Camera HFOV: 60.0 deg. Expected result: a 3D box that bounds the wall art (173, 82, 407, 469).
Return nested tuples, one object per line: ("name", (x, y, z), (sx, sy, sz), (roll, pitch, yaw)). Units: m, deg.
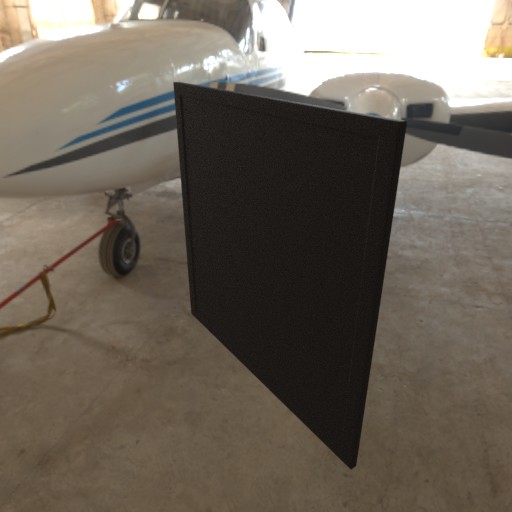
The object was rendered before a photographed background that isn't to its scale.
("wall art", (0.000, 0.000, 0.816), (0.012, 0.558, 0.562), (-18, 31, -31))
